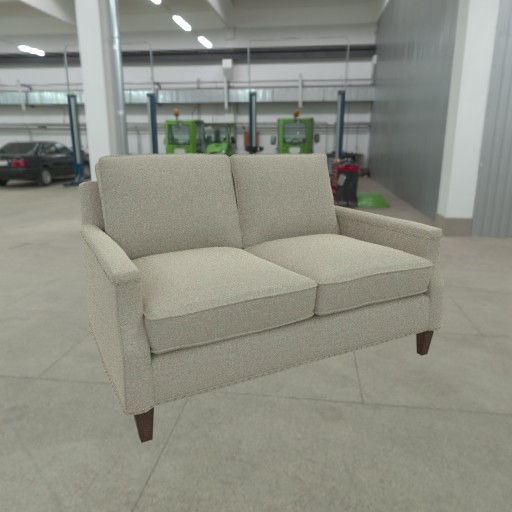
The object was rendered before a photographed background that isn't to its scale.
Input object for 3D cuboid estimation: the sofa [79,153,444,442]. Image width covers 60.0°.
[{"bbox_3d":[0.000,0.000,2.248,1.597,1.003,1.084,-8,17,-27],"label":"sofa"}]
